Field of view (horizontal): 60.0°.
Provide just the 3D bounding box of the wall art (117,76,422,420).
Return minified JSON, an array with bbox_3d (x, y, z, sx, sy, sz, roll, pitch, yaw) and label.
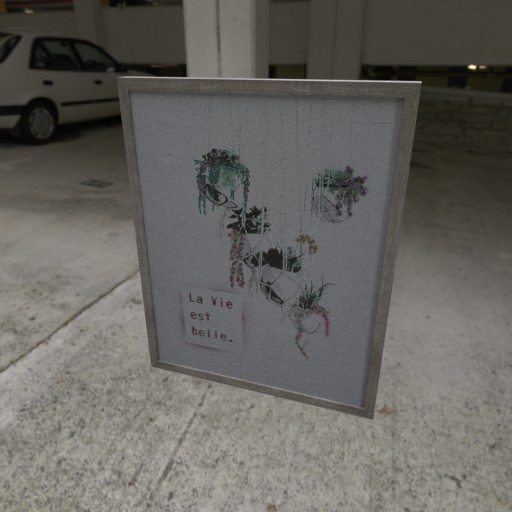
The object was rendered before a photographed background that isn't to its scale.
[{"bbox_3d":[0.000,0.000,0.703,0.421,0.521,0.032,8,26,17],"label":"wall art"}]
